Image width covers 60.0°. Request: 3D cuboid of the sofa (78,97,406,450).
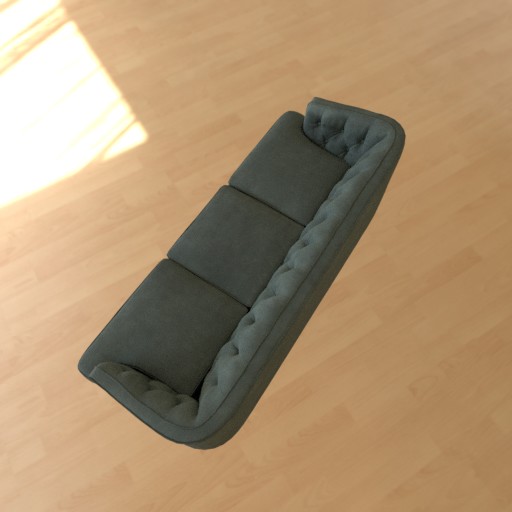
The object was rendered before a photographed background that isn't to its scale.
[{"bbox_3d":[0.000,0.000,2.767,0.941,0.855,2.278,30,67,14],"label":"sofa"}]
